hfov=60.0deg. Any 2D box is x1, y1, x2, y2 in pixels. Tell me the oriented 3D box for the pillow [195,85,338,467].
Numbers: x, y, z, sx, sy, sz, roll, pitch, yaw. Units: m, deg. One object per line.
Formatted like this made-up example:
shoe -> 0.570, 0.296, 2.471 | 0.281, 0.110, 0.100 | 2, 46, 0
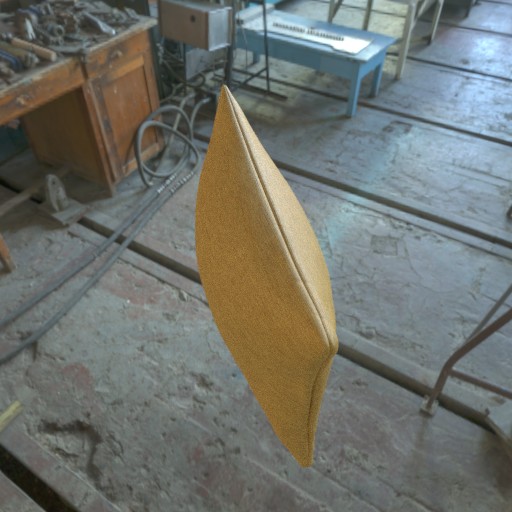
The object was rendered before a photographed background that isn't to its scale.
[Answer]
pillow -> 0.000, 0.000, 0.799 | 0.210, 0.354, 0.634 | -10, 47, -9
